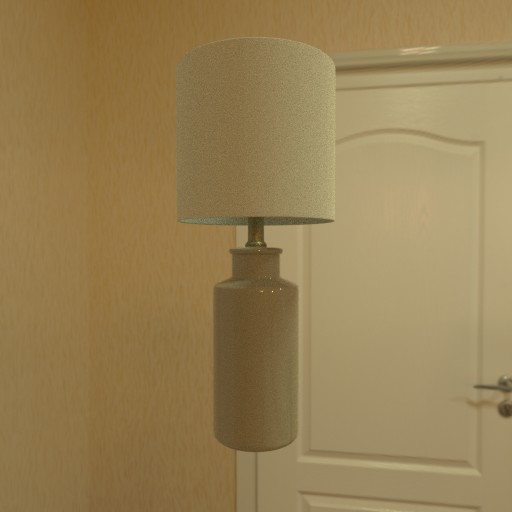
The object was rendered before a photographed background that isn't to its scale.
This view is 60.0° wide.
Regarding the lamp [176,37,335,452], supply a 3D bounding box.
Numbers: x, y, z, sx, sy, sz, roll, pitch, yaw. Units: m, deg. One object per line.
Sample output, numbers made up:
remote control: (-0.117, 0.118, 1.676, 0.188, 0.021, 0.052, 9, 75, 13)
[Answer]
lamp: (0.000, 0.000, 0.605, 0.212, 0.493, 0.212, 0, 1, -20)
